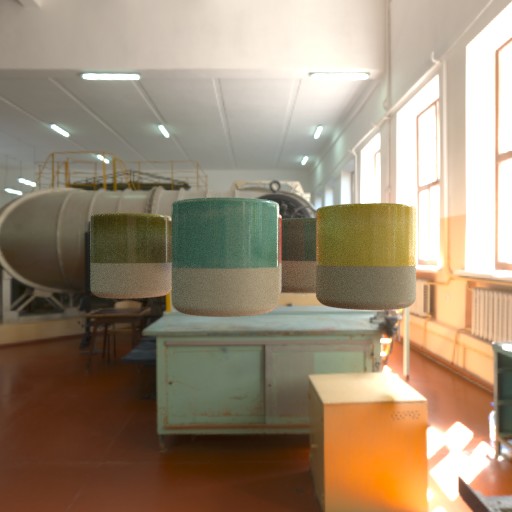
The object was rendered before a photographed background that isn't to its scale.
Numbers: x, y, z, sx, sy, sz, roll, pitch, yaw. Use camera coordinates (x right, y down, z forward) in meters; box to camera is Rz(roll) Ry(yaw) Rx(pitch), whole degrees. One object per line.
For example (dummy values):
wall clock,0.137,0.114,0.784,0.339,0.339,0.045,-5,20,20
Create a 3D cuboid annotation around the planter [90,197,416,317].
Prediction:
planter,0.000,0.000,0.408,0.286,0.075,0.257,0,1,35
